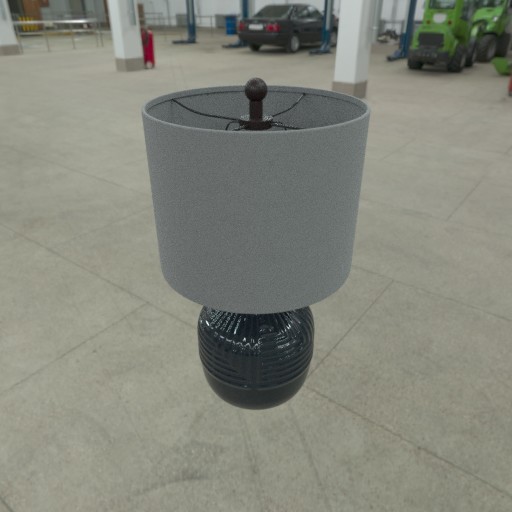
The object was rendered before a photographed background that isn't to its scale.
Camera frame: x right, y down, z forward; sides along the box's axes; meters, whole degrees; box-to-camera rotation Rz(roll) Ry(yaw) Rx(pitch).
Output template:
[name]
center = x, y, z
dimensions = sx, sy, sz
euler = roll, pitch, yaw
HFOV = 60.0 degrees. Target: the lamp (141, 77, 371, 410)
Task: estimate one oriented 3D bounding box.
[lamp]
center = 0.000, 0.000, 0.753
dimensions = 0.318, 0.567, 0.318
euler = 0, 30, 0
